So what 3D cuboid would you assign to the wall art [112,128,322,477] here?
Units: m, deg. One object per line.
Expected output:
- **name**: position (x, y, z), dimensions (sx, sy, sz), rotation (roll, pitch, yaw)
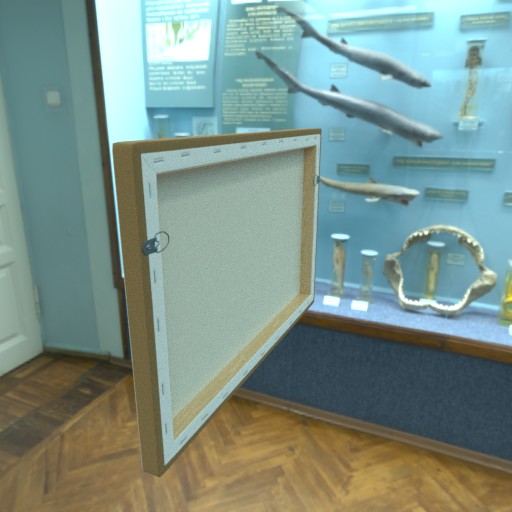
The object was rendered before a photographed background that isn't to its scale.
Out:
- **wall art**: position (0.000, 0.000, 0.473), dimensions (0.019, 0.254, 0.380), rotation (8, 19, 24)
